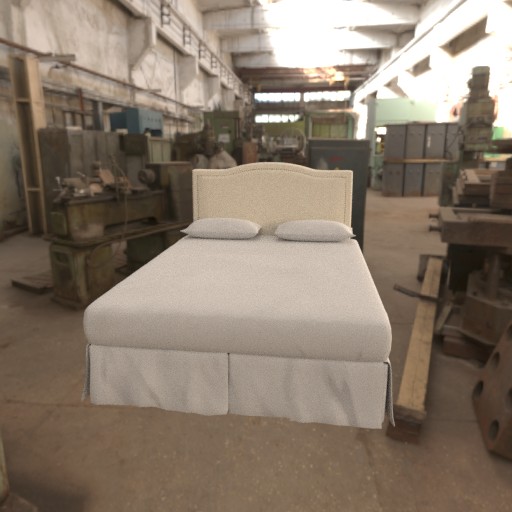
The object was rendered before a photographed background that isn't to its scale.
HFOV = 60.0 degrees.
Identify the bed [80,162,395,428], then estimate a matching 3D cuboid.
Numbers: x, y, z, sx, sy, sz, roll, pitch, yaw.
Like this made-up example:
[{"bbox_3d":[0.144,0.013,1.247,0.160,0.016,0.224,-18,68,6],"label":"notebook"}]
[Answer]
[{"bbox_3d":[0.000,0.000,3.708,1.977,1.437,2.477,2,14,7],"label":"bed"}]
